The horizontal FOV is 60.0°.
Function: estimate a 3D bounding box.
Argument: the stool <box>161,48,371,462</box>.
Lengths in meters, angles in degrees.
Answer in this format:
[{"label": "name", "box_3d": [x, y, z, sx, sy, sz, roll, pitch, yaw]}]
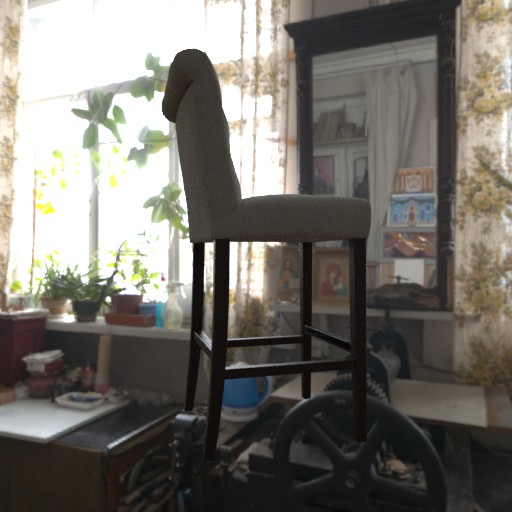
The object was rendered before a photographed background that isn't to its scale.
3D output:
[{"label": "stool", "box_3d": [0.000, 0.000, 1.486, 0.601, 1.140, 0.493, 0, 0, -16]}]
